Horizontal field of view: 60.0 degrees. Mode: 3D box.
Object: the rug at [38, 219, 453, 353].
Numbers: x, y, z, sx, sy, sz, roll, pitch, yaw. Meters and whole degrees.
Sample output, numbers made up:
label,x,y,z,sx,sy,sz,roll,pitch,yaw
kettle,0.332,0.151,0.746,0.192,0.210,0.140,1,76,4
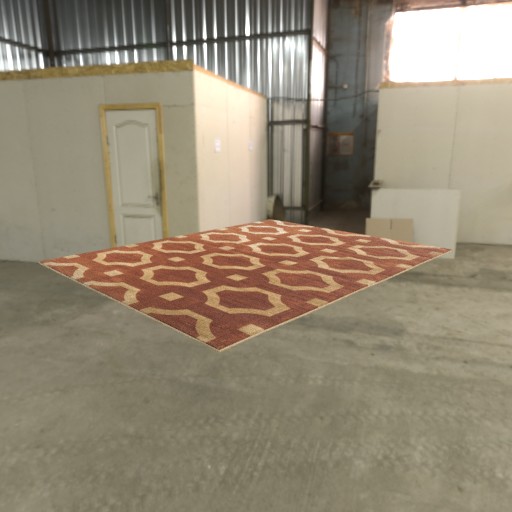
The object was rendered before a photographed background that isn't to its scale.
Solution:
label,x,y,z,sx,sy,sz,roll,pitch,yaw
rug,0.000,0.000,4.172,2.466,0.021,3.049,14,20,43
